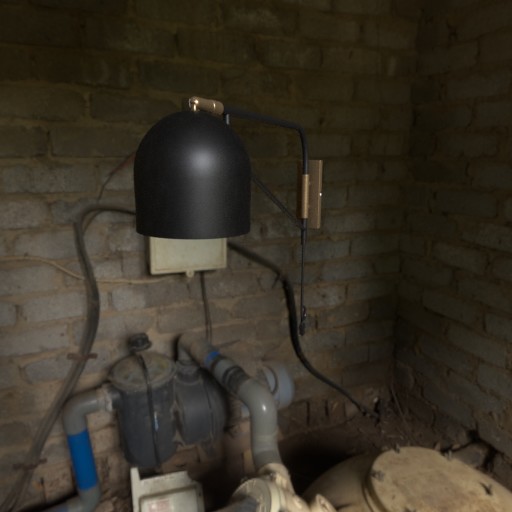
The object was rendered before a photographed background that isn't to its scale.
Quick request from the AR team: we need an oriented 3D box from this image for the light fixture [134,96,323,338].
[{"bbox_3d":[0.000,0.000,1.085,0.215,0.696,0.720,7,16,27],"label":"light fixture"}]
